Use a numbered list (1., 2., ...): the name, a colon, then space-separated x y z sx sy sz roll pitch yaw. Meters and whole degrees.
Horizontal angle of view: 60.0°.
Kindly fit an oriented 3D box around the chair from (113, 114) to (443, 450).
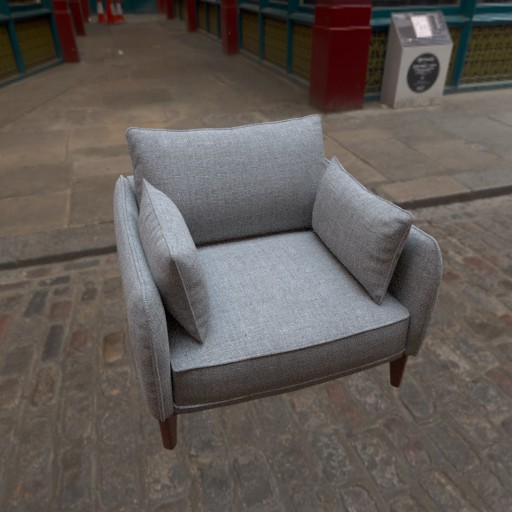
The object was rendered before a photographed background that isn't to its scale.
1. chair: 0.000 0.000 1.686 0.993 0.839 0.976 -10 34 -15
